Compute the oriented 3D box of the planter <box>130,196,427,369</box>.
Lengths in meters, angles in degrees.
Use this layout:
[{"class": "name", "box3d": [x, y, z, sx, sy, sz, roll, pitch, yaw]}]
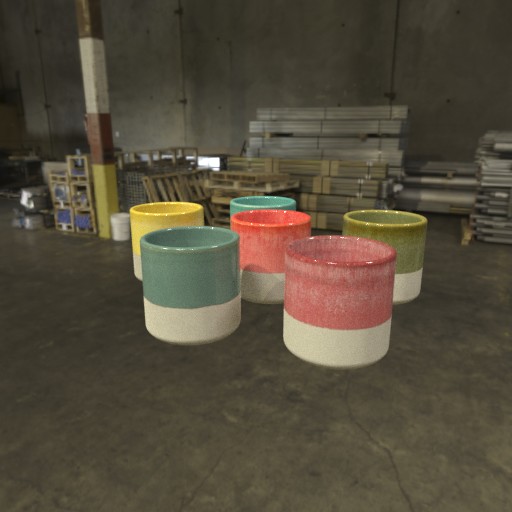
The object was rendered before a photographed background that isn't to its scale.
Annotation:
[{"class": "planter", "box3d": [0.000, 0.000, 0.420, 0.286, 0.075, 0.257, 8, 18, 26]}]
